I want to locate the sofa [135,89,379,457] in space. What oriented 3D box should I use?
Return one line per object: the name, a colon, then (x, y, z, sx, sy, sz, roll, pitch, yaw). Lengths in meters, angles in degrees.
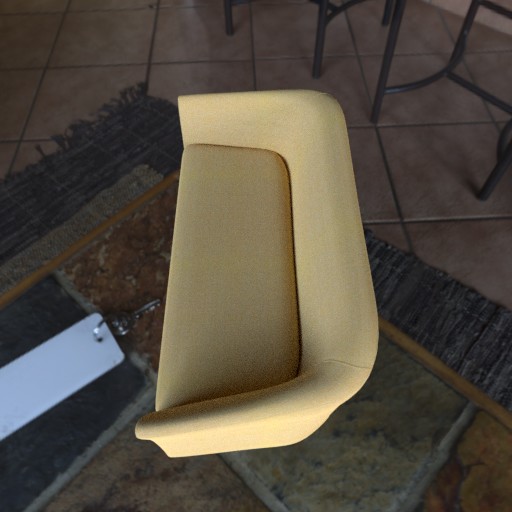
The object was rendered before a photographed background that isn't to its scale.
sofa: (0.000, 0.000, 1.797, 0.705, 0.721, 1.452, 0, 58, 0)
